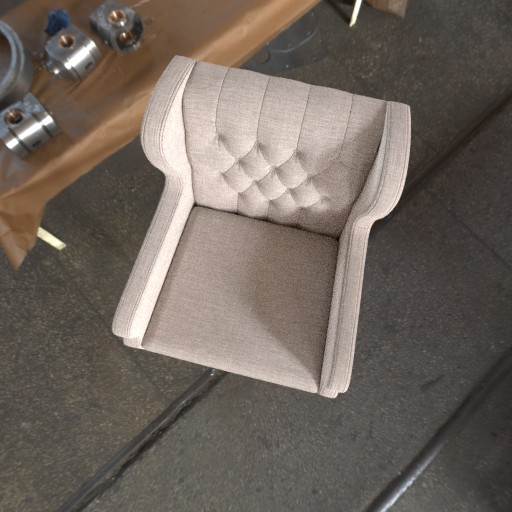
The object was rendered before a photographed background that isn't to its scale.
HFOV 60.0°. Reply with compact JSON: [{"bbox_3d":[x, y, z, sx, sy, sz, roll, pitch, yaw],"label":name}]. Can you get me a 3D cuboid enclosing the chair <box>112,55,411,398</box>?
[{"bbox_3d":[0.000,0.000,1.460,0.710,0.930,0.760,13,76,3],"label":"chair"}]
